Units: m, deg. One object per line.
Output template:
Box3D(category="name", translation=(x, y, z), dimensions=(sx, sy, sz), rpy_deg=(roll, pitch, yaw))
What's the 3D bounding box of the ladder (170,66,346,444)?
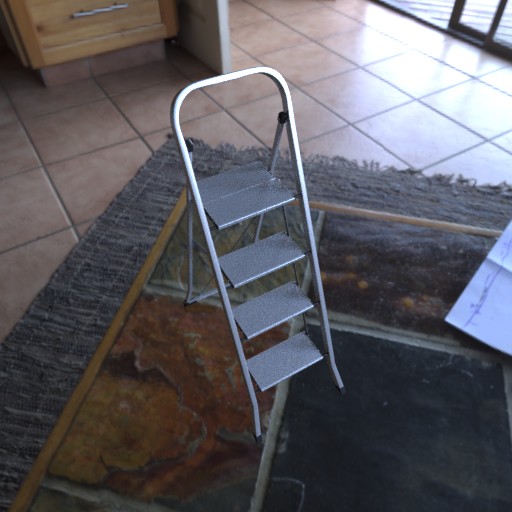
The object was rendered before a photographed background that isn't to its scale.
Box3D(category="ladder", translation=(0.000, 0.000, 1.711), dimensions=(0.465, 1.290, 0.830), rpy_deg=(-23, 51, -20))
